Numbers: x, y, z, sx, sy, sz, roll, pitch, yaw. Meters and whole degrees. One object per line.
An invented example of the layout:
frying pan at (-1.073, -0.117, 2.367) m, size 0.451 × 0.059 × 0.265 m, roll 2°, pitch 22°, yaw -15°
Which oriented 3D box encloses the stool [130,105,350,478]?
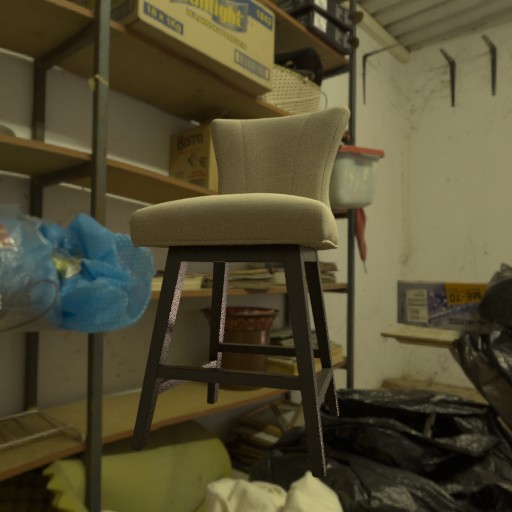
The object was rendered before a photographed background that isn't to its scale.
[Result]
stool at (0.000, 0.000, 1.319) m, size 0.514 × 1.000 × 0.574 m, roll 0°, pitch -1°, yaw 18°
